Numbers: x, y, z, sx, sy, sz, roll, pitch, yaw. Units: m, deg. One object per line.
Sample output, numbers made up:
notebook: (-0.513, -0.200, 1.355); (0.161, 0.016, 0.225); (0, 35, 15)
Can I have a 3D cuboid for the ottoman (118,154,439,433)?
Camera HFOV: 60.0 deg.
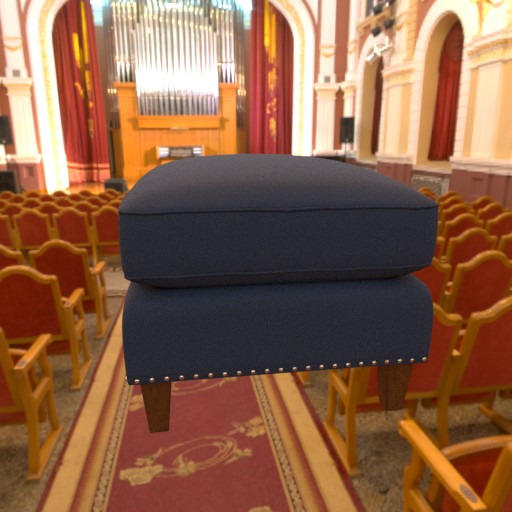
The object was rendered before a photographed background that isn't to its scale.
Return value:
ottoman: (0.000, 0.000, 1.143); (0.584, 0.513, 0.741); (-2, 14, -8)
